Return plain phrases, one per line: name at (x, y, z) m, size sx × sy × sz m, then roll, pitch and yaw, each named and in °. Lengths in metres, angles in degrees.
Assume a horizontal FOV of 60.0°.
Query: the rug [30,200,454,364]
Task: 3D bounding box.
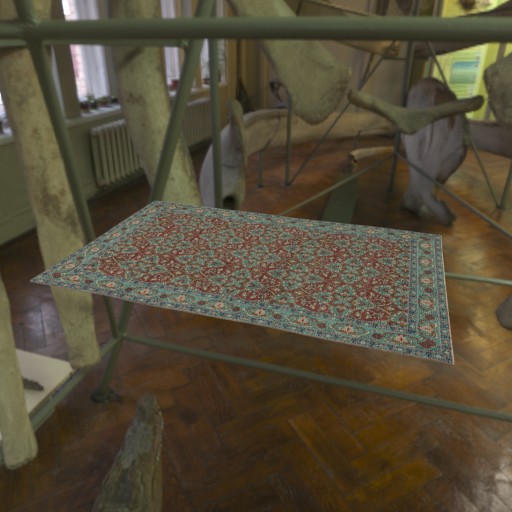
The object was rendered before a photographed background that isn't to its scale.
rug at (0.000, 0.000, 3.041) m, size 2.439 × 0.011 × 1.533 m, roll 9°, pitch 28°, yaw 16°
